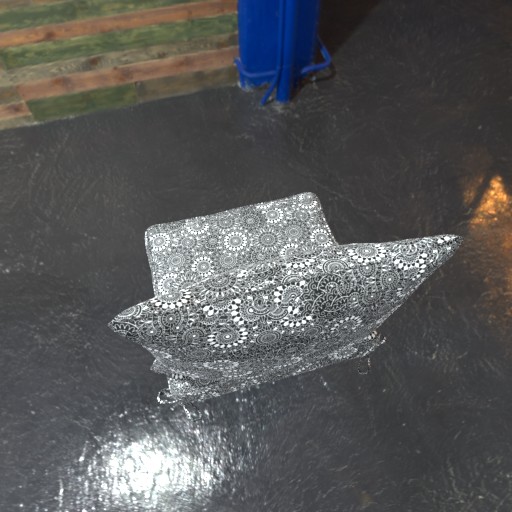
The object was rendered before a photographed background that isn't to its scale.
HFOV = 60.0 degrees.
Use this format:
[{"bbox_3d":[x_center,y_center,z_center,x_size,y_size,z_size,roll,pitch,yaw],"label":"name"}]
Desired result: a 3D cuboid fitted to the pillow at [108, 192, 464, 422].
[{"bbox_3d":[0.000,0.000,1.343,0.798,0.722,0.740,-13,59,-8],"label":"pillow"}]
